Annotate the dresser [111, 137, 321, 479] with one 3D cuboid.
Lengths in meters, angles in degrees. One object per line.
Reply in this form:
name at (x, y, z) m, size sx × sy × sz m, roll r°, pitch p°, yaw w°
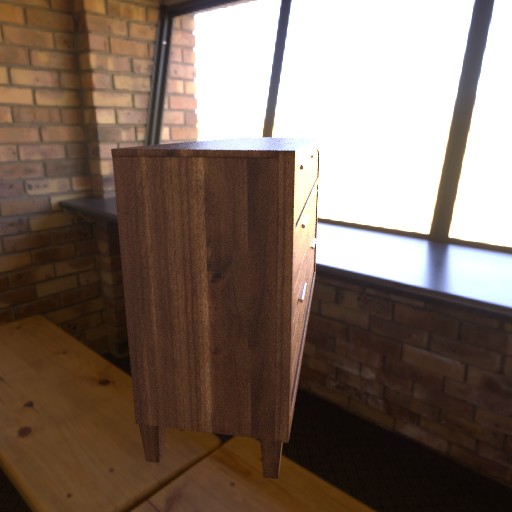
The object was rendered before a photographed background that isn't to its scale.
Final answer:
dresser at (0.000, 0.000, 1.775) m, size 0.438 × 0.892 × 1.387 m, roll 3°, pitch 16°, yaw 10°
